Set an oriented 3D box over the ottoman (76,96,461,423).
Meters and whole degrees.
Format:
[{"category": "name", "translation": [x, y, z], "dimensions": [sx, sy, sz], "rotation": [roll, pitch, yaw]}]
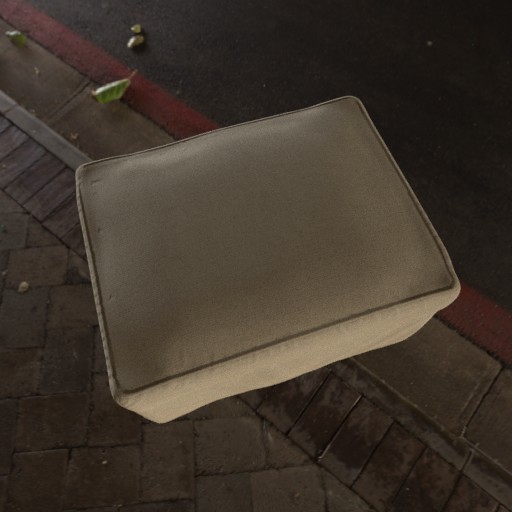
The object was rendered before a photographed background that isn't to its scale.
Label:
[{"category": "ottoman", "translation": [0.000, 0.000, 1.261], "dimensions": [0.833, 0.485, 0.650], "rotation": [-17, 65, -8]}]
